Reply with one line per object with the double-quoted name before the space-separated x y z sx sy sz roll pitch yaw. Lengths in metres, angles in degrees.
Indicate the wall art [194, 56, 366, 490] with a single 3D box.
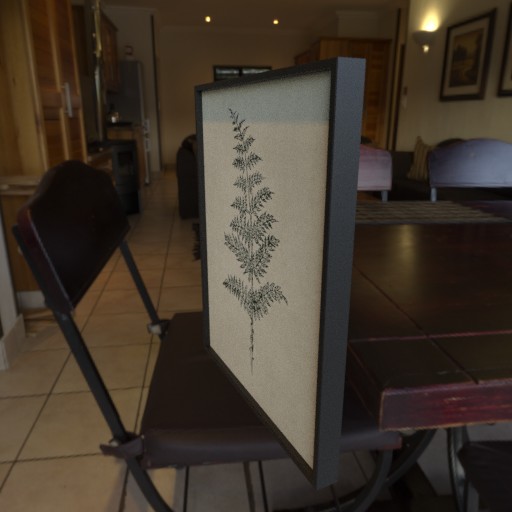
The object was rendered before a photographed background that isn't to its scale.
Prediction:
"wall art" 0.000 0.000 0.735 0.039 0.555 0.449 -8 19 -25
